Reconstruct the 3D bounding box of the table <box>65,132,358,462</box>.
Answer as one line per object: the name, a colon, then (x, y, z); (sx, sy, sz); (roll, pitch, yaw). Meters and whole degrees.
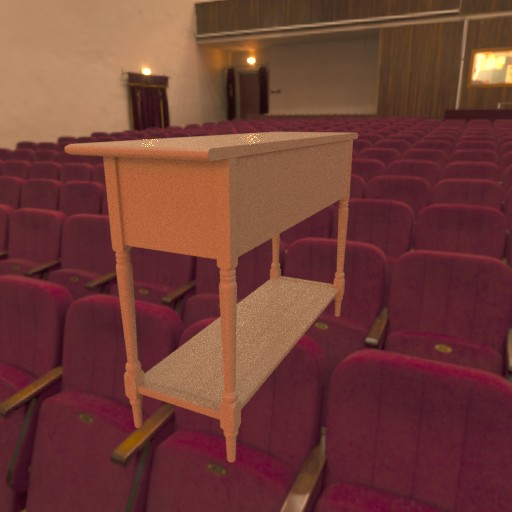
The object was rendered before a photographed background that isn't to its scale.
table: (0.000, 0.000, 1.555); (0.384, 0.808, 1.197); (8, 19, 25)
